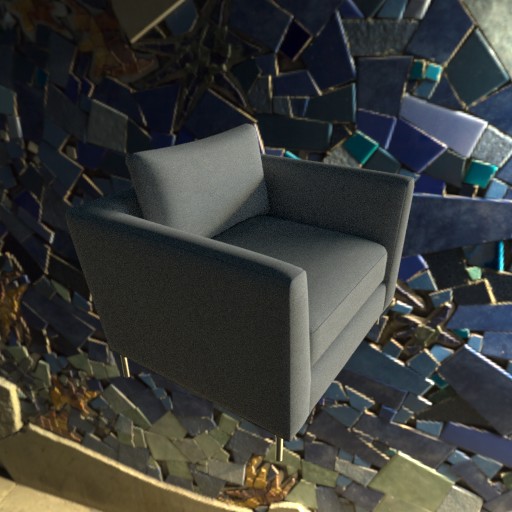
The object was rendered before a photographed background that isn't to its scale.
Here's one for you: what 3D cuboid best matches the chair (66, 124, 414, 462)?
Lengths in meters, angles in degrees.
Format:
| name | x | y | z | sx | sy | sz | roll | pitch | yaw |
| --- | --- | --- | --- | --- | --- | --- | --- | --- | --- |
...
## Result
| name | x | y | z | sx | sy | sz | roll | pitch | yaw |
| --- | --- | --- | --- | --- | --- | --- | --- | --- | --- |
| chair | 0.000 | 0.000 | 1.739 | 0.889 | 0.864 | 1.041 | 16 | 31 | 30 |
